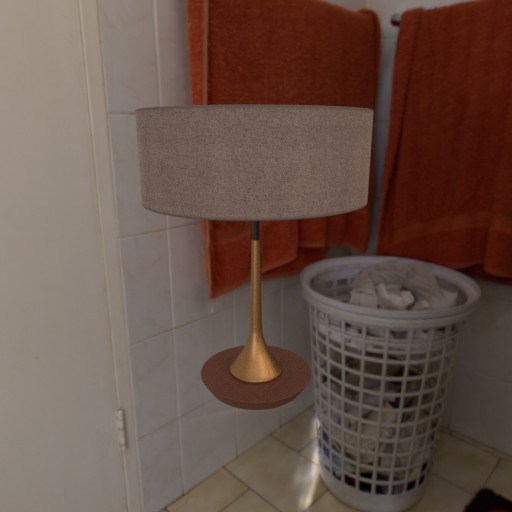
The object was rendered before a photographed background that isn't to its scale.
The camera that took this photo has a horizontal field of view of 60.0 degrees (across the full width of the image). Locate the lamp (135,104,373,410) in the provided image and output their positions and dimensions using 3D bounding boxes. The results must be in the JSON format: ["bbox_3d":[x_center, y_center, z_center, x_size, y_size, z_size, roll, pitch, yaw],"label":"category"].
[{"bbox_3d":[0.000,0.000,0.854,0.417,0.551,0.396,-14,21,-42],"label":"lamp"}]
